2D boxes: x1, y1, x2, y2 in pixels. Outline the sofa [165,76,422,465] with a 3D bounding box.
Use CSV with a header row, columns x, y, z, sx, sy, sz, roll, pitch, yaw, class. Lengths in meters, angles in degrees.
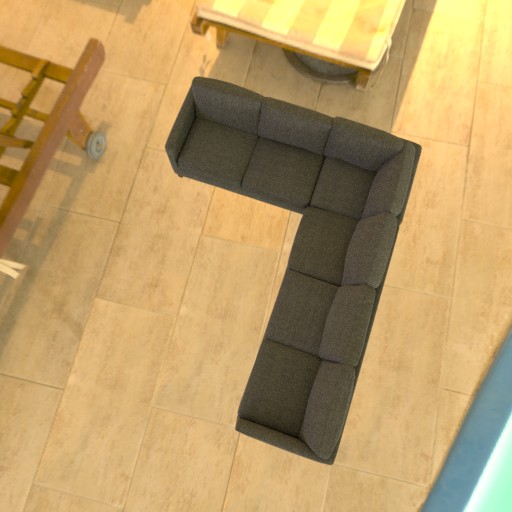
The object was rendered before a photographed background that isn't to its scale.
x,y,z,sx,sy,sz,roll,pitch,yaw,class
0.000,0.000,4.556,2.593,0.947,3.302,18,76,5,sofa
